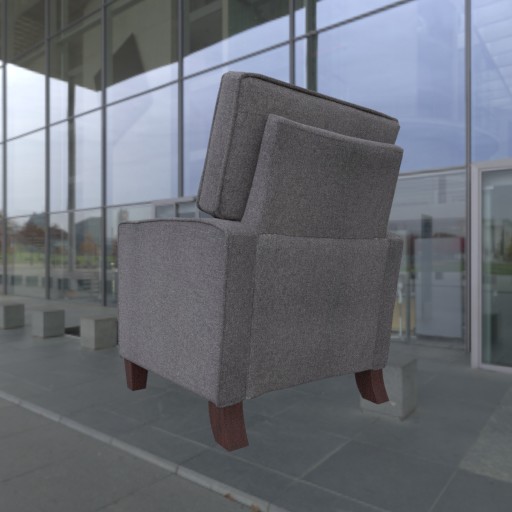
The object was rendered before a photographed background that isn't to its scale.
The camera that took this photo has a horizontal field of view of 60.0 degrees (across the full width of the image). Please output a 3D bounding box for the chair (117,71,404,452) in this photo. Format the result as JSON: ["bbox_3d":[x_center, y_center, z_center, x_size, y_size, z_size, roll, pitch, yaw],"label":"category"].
[{"bbox_3d":[0.000,0.000,1.407,0.650,0.889,0.775,0,0,-37],"label":"chair"}]
